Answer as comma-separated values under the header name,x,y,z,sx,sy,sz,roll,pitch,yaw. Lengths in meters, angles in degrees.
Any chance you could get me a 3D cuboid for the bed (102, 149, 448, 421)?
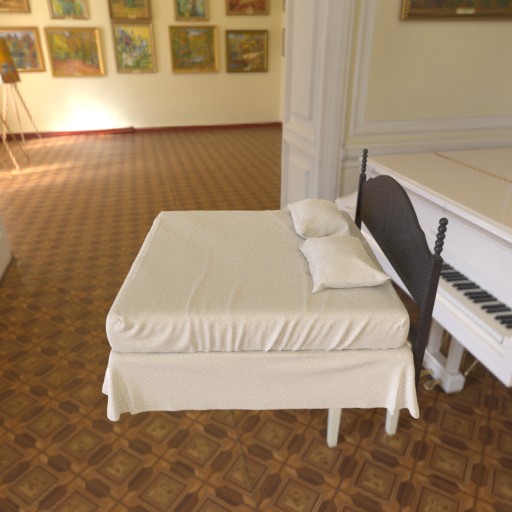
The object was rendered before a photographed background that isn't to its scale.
name,x,y,z,sx,sy,sz,roll,pitch,yaw
bed,0.000,0.000,3.667,2.219,1.355,2.322,-1,26,-1
